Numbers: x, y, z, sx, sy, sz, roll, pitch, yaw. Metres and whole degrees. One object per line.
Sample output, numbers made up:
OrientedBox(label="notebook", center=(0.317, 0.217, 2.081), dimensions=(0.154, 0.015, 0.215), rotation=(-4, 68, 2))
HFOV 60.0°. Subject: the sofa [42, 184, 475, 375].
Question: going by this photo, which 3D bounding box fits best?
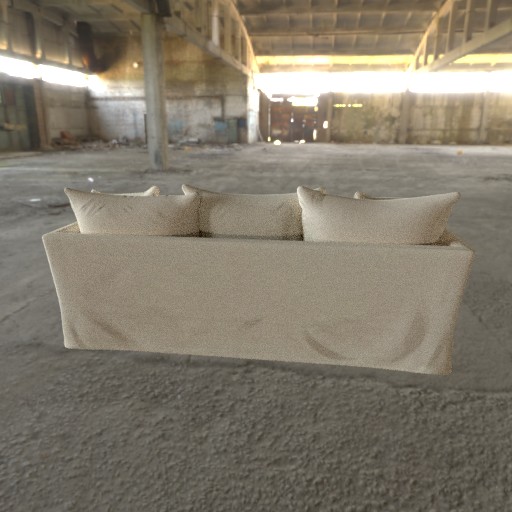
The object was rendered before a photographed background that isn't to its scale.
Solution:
OrientedBox(label="sofa", center=(0.000, 0.000, 3.020), dimensions=(2.484, 1.042, 1.030), rotation=(2, 17, 8))
